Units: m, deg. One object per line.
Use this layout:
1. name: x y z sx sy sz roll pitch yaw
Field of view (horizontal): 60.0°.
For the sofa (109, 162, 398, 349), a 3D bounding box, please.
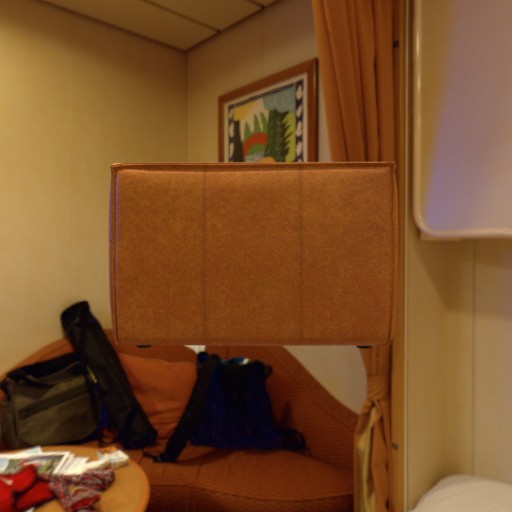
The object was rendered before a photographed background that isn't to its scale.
1. sofa: 0.000 0.000 2.608 1.102 0.703 2.088 0 1 1
